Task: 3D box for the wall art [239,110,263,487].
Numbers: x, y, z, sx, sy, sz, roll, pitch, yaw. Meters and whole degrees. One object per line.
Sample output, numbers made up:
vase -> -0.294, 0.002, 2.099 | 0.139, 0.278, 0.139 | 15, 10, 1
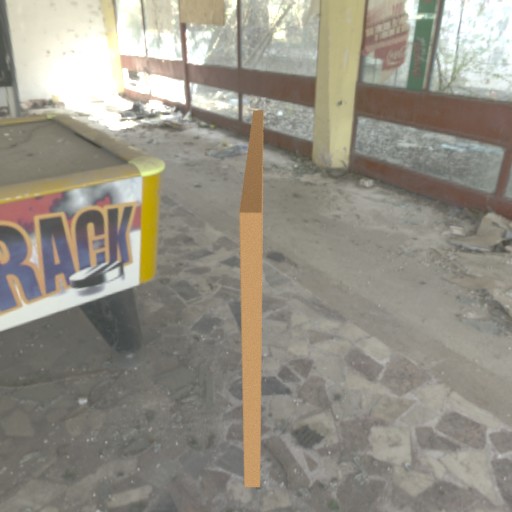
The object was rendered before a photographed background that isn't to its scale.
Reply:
wall art -> 0.000, 0.000, 1.187 | 0.033, 0.608, 0.915 | 0, 27, 1
